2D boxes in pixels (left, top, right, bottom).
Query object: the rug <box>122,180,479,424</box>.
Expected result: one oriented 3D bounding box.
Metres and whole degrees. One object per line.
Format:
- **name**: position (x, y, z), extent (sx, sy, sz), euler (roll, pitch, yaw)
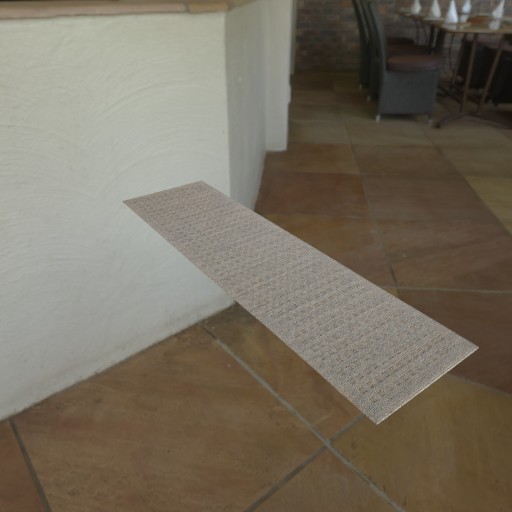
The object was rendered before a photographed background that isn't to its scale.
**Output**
- **rug**: position (0.000, 0.000, 2.642), extent (0.688, 0.005, 2.437), euler (-21, 37, -30)
